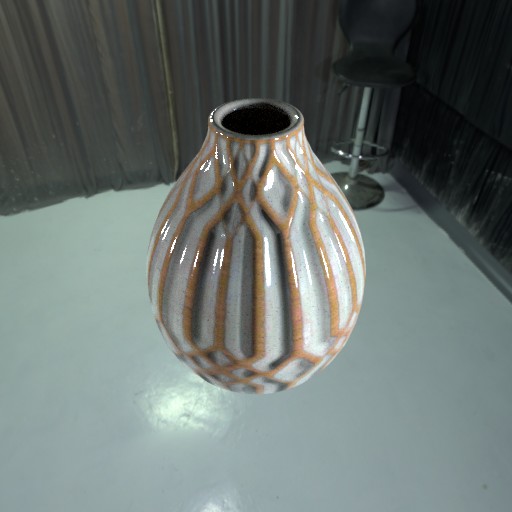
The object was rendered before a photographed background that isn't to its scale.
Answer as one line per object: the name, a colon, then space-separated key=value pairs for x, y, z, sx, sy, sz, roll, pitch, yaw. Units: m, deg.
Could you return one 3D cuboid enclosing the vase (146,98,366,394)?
vase: x=0.000 y=0.000 z=0.264 sx=0.131 sy=0.175 sz=0.131 roll=0 pitch=42 yaw=0
